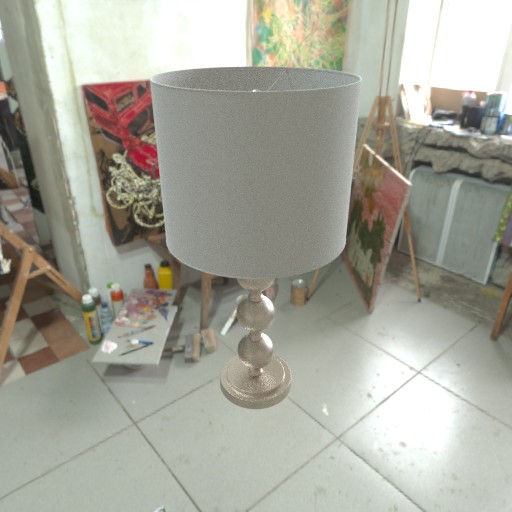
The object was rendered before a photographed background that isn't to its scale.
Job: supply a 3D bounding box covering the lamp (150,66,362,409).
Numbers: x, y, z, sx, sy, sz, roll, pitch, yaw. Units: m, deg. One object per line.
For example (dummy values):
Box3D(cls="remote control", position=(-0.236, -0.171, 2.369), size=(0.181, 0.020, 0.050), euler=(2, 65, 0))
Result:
Box3D(cls="lamp", position=(0.000, 0.000, 0.712), size=(0.277, 0.538, 0.277), euler=(10, 30, 18))
